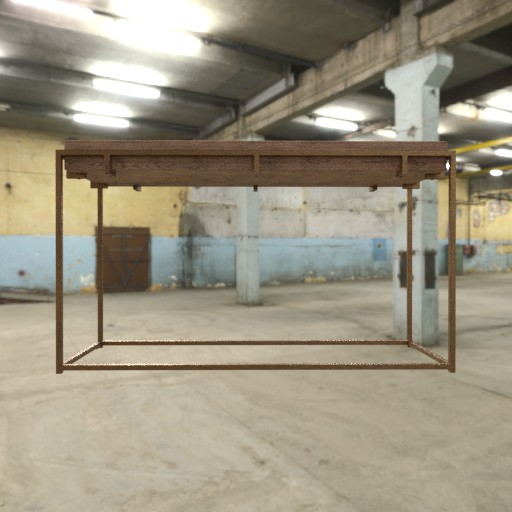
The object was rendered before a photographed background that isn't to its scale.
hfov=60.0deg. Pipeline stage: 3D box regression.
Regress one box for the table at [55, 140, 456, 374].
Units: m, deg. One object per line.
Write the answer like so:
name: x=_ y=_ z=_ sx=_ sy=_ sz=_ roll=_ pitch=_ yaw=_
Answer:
table: x=0.000 y=0.000 z=1.771 sx=1.400 sy=0.820 sz=0.440 roll=0 pitch=0 yaw=-1
